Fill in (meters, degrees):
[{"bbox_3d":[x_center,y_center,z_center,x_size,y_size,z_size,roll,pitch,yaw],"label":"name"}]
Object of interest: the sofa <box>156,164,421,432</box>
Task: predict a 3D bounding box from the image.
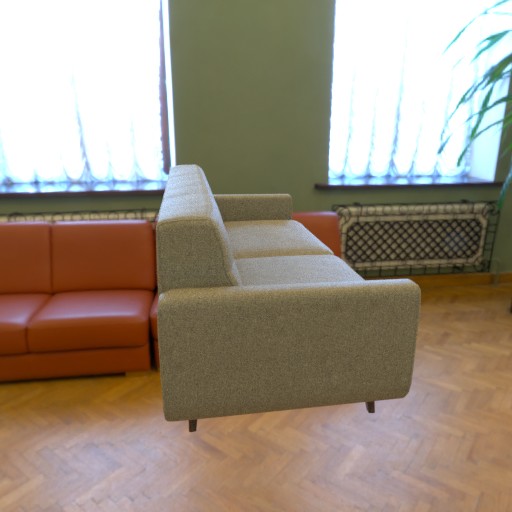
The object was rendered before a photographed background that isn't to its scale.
[{"bbox_3d":[0.000,0.000,2.483,0.968,0.873,2.055,-3,17,-9],"label":"sofa"}]
